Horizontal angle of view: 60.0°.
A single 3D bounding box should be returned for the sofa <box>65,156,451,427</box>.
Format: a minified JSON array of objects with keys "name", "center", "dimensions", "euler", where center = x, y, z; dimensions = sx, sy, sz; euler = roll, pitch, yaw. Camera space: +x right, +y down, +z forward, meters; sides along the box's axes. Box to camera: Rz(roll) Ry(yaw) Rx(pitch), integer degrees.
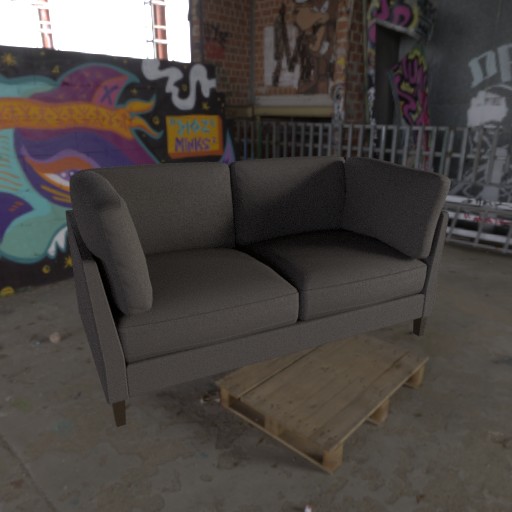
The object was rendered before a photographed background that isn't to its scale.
[{"name":"sofa","center":[0.000,0.000,2.294],"dimensions":[1.751,0.920,0.969],"euler":[-9,20,-26]}]
